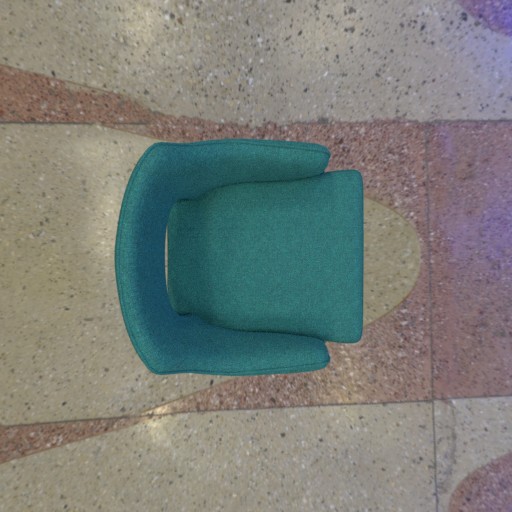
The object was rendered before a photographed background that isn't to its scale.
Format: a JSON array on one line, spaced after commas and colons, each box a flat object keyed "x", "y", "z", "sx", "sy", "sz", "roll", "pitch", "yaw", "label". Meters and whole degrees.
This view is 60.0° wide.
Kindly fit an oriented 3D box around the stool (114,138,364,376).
[{"x": 0.000, "y": 0.000, "z": 1.295, "sx": 0.556, "sy": 0.961, "sz": 0.548, "roll": 0, "pitch": 91, "yaw": -1, "label": "stool"}]
